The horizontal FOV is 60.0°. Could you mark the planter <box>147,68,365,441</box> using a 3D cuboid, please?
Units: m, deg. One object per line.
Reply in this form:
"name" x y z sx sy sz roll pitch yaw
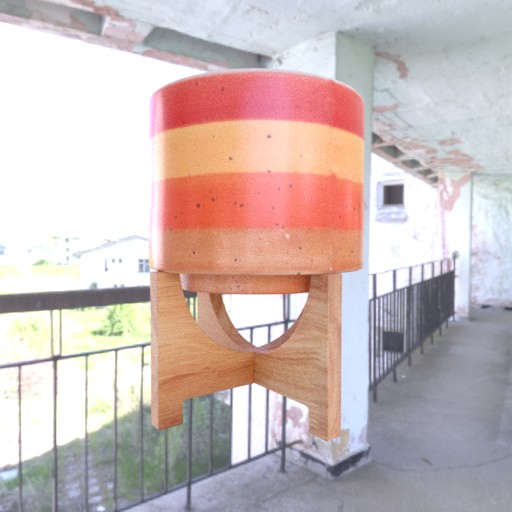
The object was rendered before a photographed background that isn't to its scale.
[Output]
"planter" 0.000 0.000 0.405 0.199 0.268 0.199 0 2 0
